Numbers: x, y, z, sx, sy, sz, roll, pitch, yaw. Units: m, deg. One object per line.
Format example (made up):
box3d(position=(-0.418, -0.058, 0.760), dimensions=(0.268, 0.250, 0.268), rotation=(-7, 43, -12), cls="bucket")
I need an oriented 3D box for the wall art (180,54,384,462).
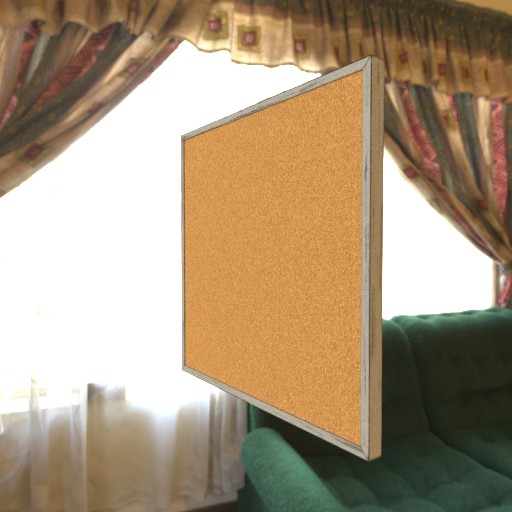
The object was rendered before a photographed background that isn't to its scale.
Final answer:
box3d(position=(0.000, 0.000, 1.142), dimensions=(0.037, 0.761, 0.761), rotation=(-1, 2, -37), cls="wall art")
